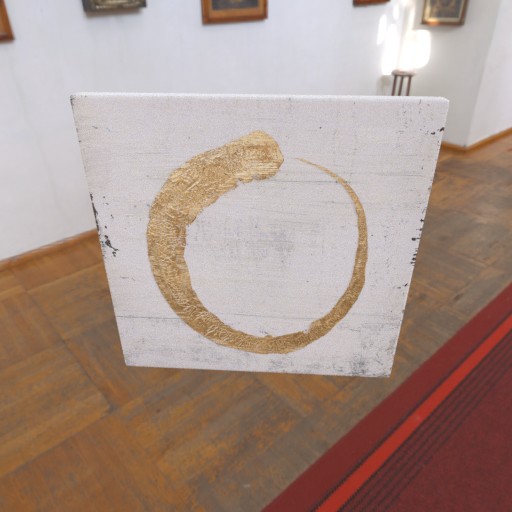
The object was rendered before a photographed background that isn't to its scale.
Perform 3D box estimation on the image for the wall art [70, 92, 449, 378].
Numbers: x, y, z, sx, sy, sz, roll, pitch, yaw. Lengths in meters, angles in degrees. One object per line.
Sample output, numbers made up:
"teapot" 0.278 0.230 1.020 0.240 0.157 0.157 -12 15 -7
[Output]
"wall art" 0.000 0.000 1.097 0.762 0.762 0.038 2 31 3
